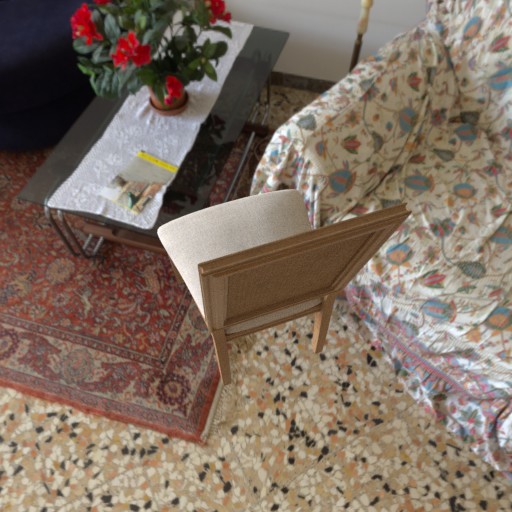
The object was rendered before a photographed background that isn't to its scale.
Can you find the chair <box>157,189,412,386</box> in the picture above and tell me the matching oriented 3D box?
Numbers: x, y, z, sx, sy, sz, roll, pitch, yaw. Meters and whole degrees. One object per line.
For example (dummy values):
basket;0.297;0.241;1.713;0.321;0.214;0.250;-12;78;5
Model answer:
chair;0.000;0.000;1.364;0.536;0.988;0.601;-17;59;-10
